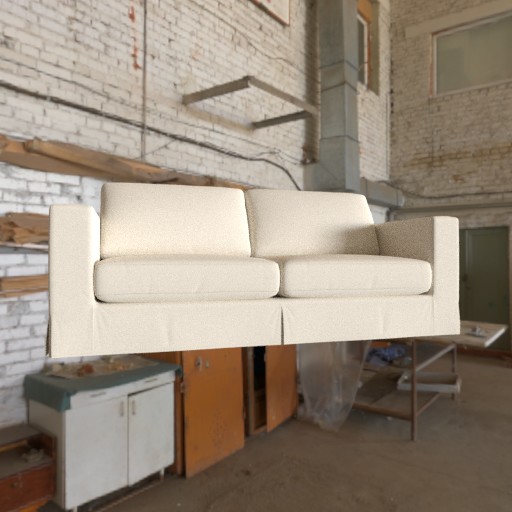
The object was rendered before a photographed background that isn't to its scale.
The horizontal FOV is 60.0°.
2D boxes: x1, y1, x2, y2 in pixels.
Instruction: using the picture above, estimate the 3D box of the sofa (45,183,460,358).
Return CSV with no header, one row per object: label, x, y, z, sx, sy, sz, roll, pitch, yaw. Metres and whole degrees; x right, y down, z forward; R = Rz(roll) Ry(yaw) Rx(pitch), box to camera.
sofa,0.000,0.000,2.645,2.163,0.881,0.954,0,0,-17
